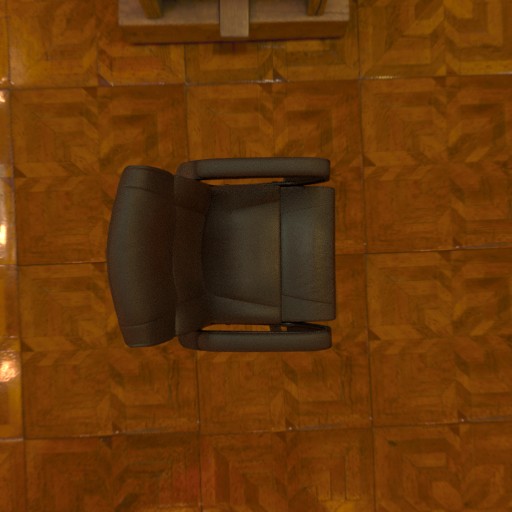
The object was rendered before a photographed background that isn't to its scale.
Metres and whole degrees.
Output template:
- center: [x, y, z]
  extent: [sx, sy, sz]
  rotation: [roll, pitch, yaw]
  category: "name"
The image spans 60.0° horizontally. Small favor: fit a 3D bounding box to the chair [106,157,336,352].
- center: [0.000, 0.000, 1.528]
  extent: [0.717, 1.004, 0.739]
  rotation: [0, 90, -1]
  category: "chair"
